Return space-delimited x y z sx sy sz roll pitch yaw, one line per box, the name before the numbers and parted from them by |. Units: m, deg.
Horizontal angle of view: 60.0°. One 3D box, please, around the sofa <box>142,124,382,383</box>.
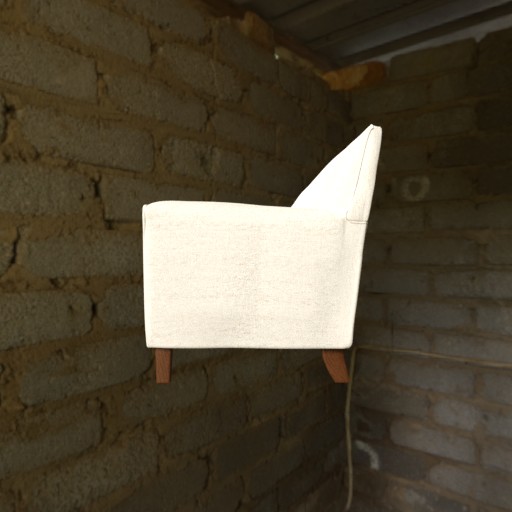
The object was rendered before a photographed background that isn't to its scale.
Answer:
sofa | 0.000 0.000 2.485 0.841 0.907 2.001 0 0 -1
